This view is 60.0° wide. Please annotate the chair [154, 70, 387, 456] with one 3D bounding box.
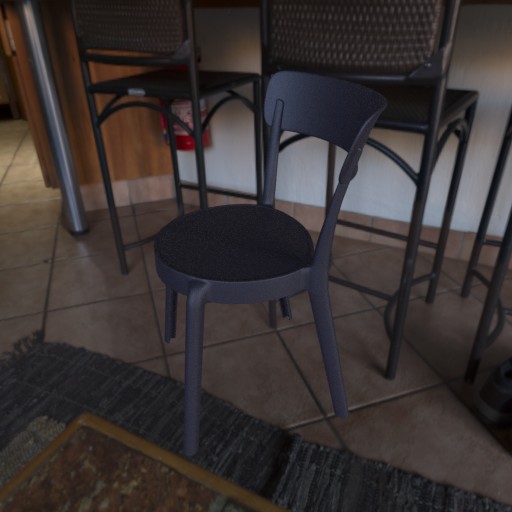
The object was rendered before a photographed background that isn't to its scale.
[{"bbox_3d":[0.000,0.000,1.107,0.491,0.790,0.506,-8,32,-14],"label":"chair"}]
